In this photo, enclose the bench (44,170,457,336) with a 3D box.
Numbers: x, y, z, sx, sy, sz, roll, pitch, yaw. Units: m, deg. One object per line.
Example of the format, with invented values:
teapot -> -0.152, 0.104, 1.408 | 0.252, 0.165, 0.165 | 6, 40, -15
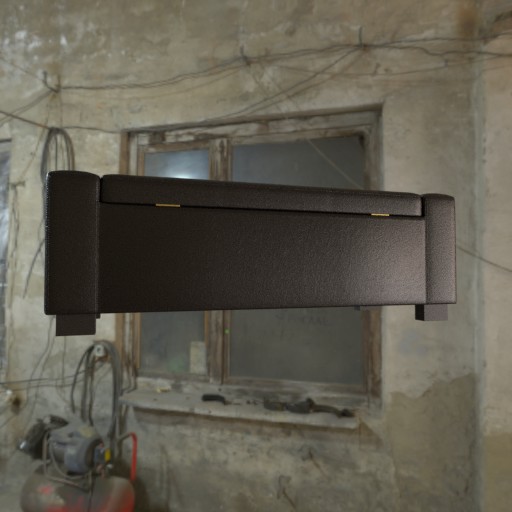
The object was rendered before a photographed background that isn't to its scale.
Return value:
bench -> 0.000, 0.000, 1.565 | 1.296, 0.445, 0.508 | 1, -2, -18
